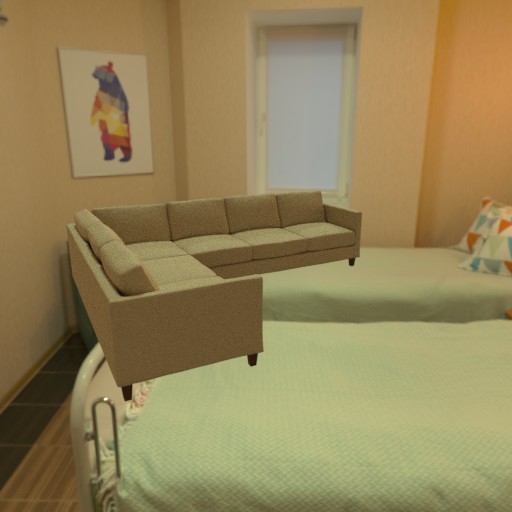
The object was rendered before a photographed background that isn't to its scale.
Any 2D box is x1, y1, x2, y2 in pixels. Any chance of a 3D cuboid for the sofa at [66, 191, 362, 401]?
[{"bbox_3d":[0.000,0.000,4.337,3.182,0.863,2.432,-9,18,-27],"label":"sofa"}]
